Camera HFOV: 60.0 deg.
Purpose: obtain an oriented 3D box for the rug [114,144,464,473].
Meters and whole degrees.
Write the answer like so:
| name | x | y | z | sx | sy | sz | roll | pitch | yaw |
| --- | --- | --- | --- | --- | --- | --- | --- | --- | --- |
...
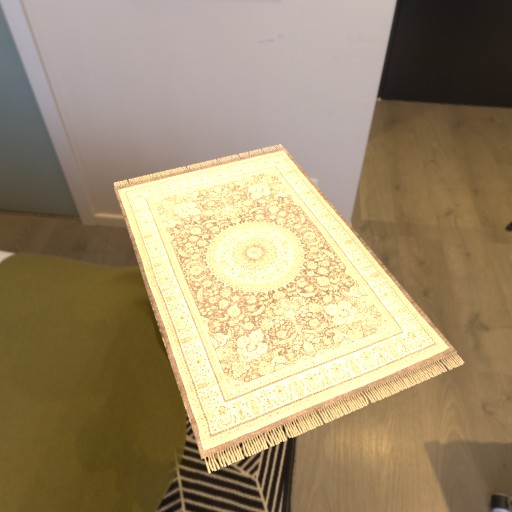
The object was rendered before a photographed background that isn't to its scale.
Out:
| name | x | y | z | sx | sy | sz | roll | pitch | yaw |
| --- | --- | --- | --- | --- | --- | --- | --- | --- | --- |
| rug | 0.000 | 0.000 | 4.276 | 2.143 | 0.015 | 3.422 | -17 | 48 | -16 |
